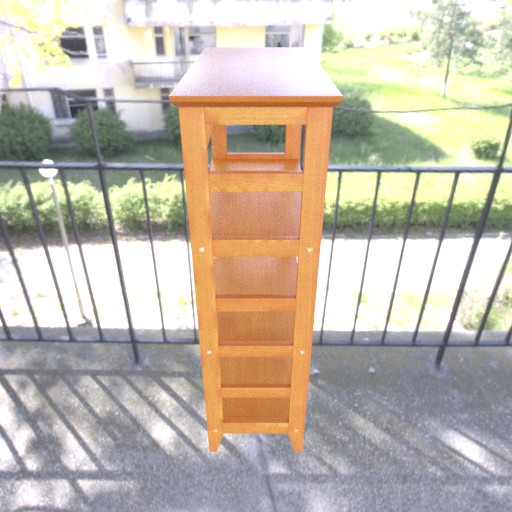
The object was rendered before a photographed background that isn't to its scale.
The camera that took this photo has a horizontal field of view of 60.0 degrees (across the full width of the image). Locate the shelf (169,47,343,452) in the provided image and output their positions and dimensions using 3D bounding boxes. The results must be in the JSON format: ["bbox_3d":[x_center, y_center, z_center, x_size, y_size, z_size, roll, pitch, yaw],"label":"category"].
[{"bbox_3d":[0.000,0.000,1.334,0.305,1.067,0.660,0,32,0],"label":"shelf"}]
